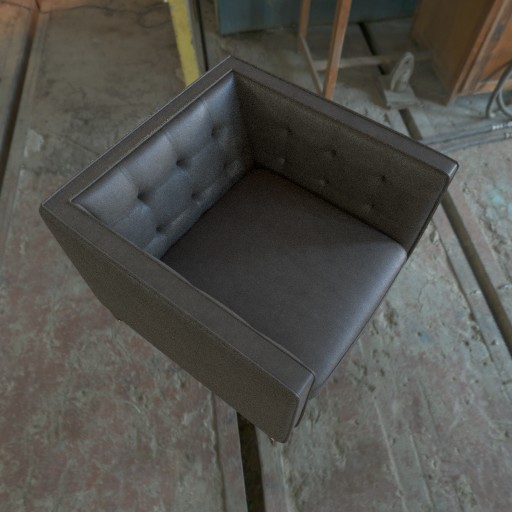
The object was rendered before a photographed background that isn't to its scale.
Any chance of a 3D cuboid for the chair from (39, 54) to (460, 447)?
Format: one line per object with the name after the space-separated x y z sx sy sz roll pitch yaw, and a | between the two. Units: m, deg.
0.000 0.000 1.571 0.894 0.790 0.880 32 64 18 | chair
